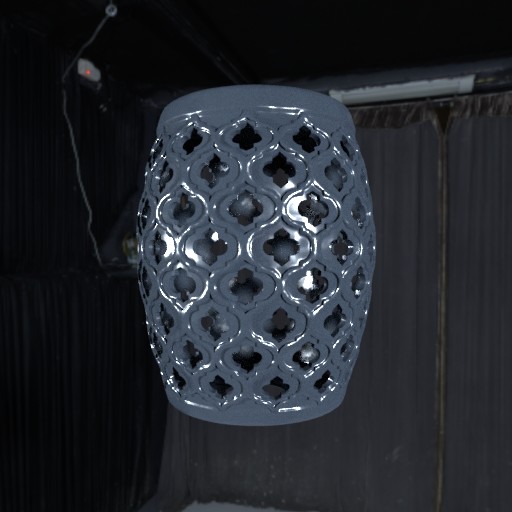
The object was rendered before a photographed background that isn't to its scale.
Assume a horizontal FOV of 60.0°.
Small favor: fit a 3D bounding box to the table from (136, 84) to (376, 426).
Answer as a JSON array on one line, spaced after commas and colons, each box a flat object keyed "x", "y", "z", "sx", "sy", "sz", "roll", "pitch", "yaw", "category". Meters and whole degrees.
[{"x": 0.000, "y": 0.000, "z": 0.623, "sx": 0.325, "sy": 0.388, "sz": 0.325, "roll": 0, "pitch": 1, "yaw": 0, "category": "table"}]
